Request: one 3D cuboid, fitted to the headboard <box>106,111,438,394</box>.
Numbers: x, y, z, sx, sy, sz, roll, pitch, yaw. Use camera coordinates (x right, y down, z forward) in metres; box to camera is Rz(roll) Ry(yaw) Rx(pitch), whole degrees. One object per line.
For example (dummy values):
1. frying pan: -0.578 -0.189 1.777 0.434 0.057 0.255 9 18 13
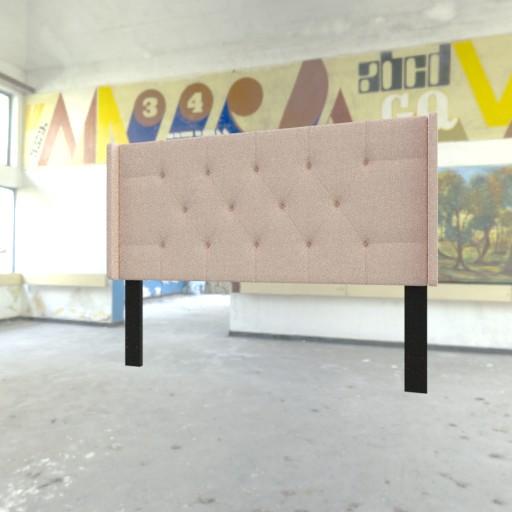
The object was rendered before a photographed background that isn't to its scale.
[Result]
1. headboard: 0.000 0.000 2.711 2.051 1.524 0.184 0 0 19
